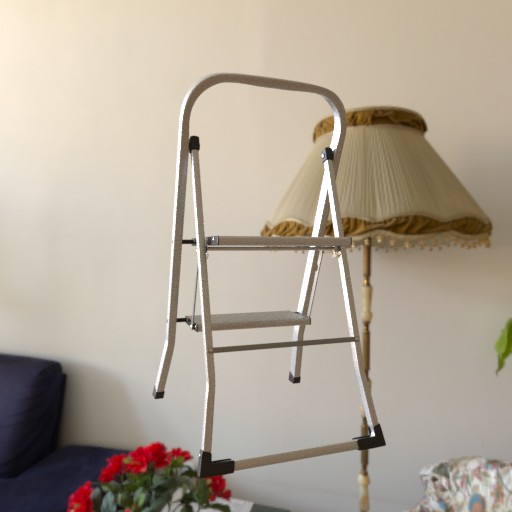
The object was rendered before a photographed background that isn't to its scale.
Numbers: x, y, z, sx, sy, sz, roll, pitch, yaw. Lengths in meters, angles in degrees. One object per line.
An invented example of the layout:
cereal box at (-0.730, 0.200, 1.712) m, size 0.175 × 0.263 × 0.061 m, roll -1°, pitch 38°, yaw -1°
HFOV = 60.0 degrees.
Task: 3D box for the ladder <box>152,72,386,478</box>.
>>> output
ladder at (0.000, 0.000, 1.136) m, size 0.465 × 0.830 × 0.530 m, roll 0°, pitch 1°, yaw -20°
